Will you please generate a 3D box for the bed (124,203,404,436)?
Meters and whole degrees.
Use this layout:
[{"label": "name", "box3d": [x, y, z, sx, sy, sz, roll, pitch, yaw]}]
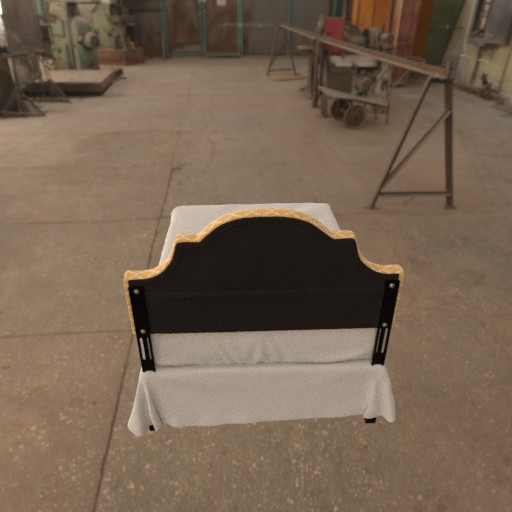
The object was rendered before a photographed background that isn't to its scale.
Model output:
[{"label": "bed", "box3d": [0.000, 0.000, 3.523, 1.780, 1.633, 2.222, -1, 30, -2]}]
